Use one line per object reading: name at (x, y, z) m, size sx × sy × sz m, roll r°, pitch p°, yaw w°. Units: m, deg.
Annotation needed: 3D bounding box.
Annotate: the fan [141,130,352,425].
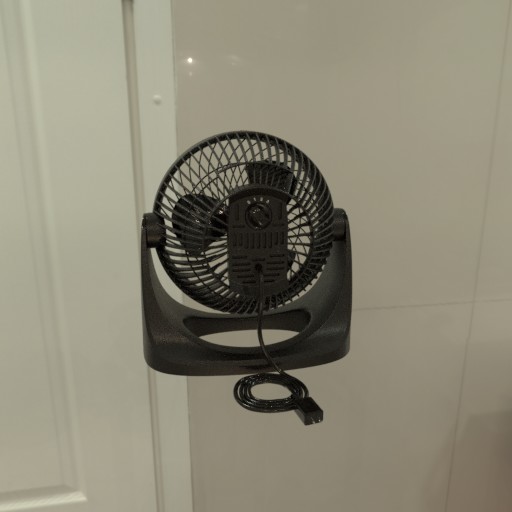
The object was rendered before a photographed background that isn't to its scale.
fan at (0.000, 0.000, 0.499) m, size 0.273 × 0.277 × 0.256 m, roll -2°, pitch 15°, yaw -9°
